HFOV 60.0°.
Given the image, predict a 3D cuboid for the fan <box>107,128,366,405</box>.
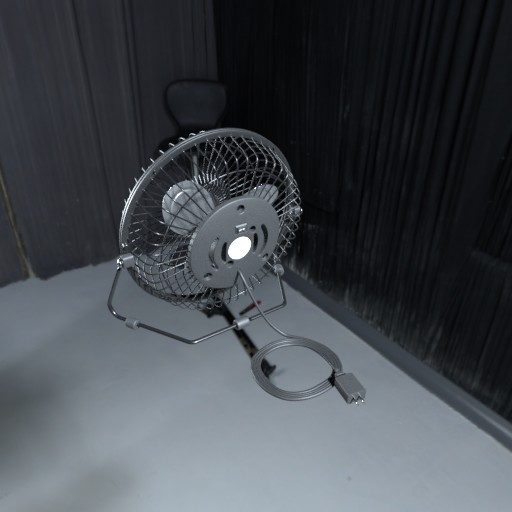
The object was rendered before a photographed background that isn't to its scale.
[{"bbox_3d":[0.000,0.000,0.374,0.209,0.188,0.227,-19,35,-29],"label":"fan"}]
